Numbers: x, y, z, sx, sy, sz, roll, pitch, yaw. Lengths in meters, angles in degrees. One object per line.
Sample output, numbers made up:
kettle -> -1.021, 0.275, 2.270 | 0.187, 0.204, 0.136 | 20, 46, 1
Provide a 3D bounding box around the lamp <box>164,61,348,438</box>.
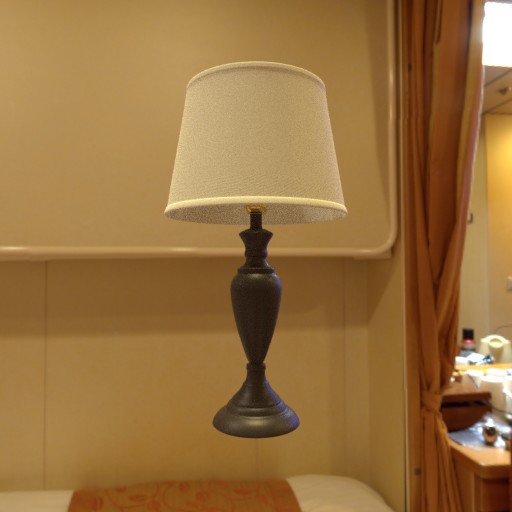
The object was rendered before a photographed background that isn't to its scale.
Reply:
lamp -> 0.000, 0.000, 0.823 | 0.335, 0.611, 0.335 | 0, -1, 0
